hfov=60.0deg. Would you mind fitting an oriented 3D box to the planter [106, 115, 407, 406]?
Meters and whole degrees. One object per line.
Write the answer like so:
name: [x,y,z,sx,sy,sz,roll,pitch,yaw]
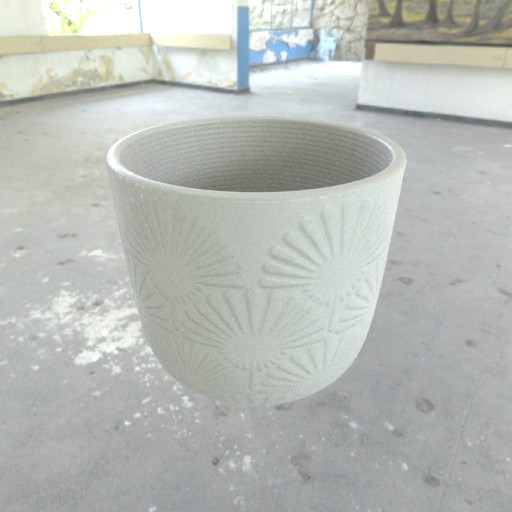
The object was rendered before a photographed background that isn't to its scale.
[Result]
planter: [0.000,0.000,0.215,0.124,0.109,0.124,0,29,0]
